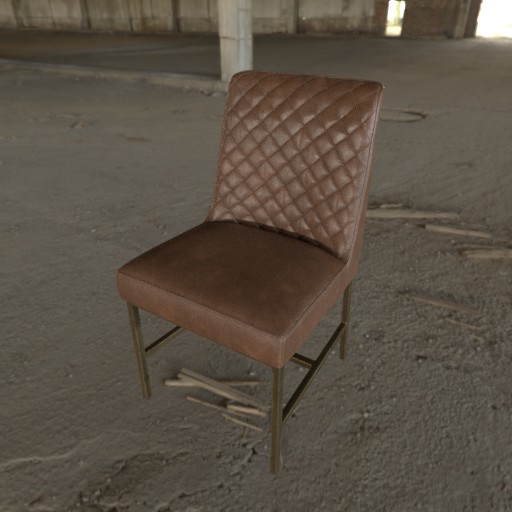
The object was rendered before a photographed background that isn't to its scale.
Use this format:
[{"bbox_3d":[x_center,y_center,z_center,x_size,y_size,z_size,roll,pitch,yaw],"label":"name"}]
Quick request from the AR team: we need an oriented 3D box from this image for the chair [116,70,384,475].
[{"bbox_3d":[0.000,0.000,1.233,0.508,0.889,0.587,18,34,29],"label":"chair"}]
